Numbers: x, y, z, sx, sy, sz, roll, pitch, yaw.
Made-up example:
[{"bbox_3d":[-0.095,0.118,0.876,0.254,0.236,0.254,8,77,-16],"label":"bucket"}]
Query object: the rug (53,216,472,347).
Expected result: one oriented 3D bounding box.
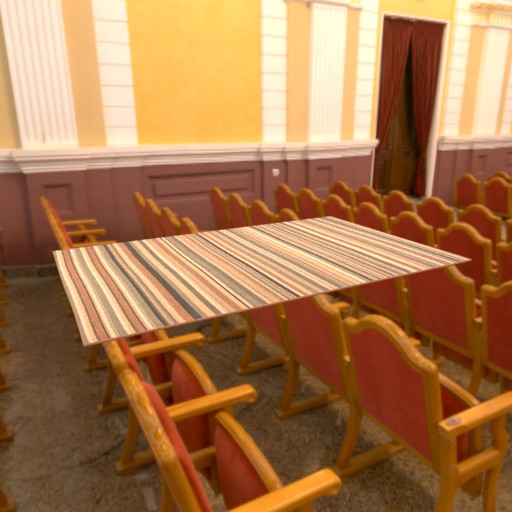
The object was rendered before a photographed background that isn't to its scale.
[{"bbox_3d":[0.000,0.000,3.026,2.438,0.014,1.523,-9,20,-27],"label":"rug"}]
